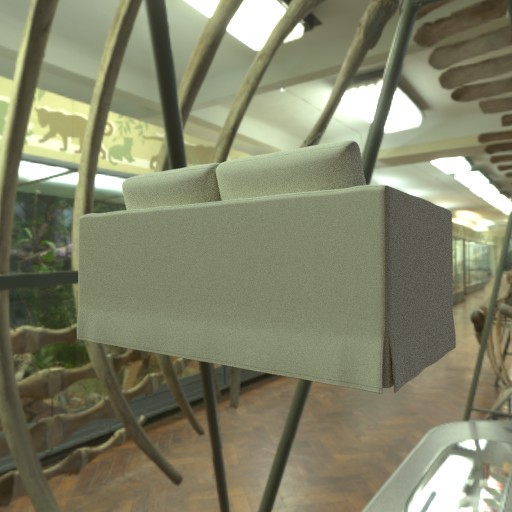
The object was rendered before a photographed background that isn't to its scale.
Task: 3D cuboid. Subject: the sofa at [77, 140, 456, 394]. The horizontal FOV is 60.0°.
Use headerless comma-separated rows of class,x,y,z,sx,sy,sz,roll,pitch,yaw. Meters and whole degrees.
sofa,0.000,0.000,2.389,1.813,0.932,1.009,0,-1,36
